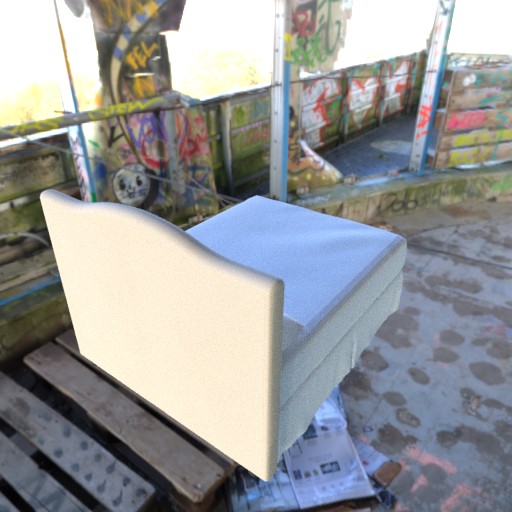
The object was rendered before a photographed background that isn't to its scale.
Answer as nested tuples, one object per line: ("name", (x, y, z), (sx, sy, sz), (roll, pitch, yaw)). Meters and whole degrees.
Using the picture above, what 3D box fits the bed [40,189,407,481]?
("bed", (0.000, 0.000, 3.168), (1.678, 1.398, 2.052), (20, 36, 31))
